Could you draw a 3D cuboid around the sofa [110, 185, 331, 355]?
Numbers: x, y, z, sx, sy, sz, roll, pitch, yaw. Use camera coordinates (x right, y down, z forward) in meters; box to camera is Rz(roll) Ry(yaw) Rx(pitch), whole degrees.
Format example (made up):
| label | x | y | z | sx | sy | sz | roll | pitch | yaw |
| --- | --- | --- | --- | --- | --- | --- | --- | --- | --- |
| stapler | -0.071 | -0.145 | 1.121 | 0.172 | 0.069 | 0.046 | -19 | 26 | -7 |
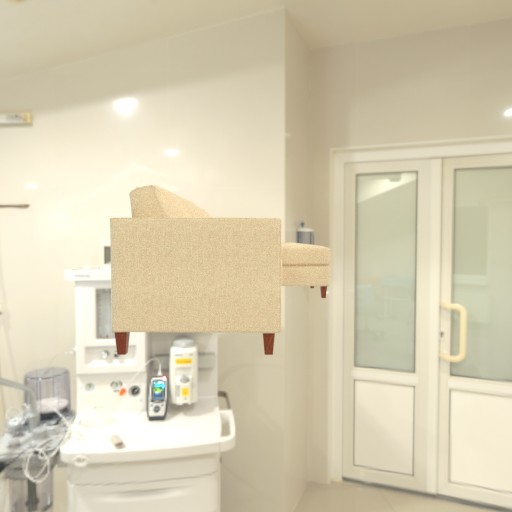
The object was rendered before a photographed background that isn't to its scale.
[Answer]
| label | x | y | z | sx | sy | sz | roll | pitch | yaw |
| --- | --- | --- | --- | --- | --- | --- | --- | --- | --- |
| sofa | 0.000 | 0.000 | 4.085 | 1.603 | 0.954 | 3.471 | 0 | 2 | 0 |
